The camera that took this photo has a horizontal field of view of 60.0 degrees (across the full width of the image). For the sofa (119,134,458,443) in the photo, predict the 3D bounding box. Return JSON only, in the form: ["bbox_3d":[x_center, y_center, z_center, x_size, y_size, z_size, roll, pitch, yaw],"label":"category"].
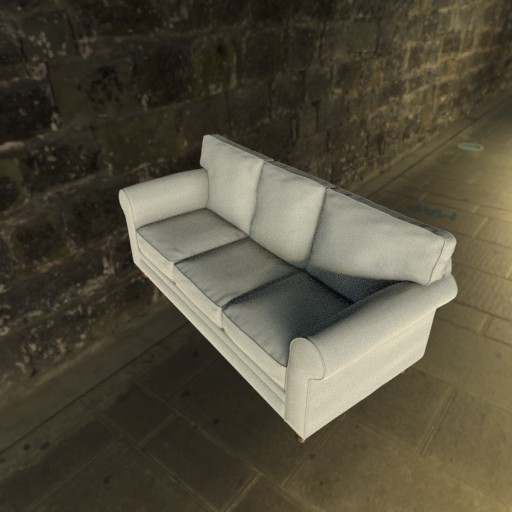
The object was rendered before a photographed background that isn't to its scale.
[{"bbox_3d":[0.000,0.000,2.690,0.916,0.961,2.084,-21,37,-31],"label":"sofa"}]
